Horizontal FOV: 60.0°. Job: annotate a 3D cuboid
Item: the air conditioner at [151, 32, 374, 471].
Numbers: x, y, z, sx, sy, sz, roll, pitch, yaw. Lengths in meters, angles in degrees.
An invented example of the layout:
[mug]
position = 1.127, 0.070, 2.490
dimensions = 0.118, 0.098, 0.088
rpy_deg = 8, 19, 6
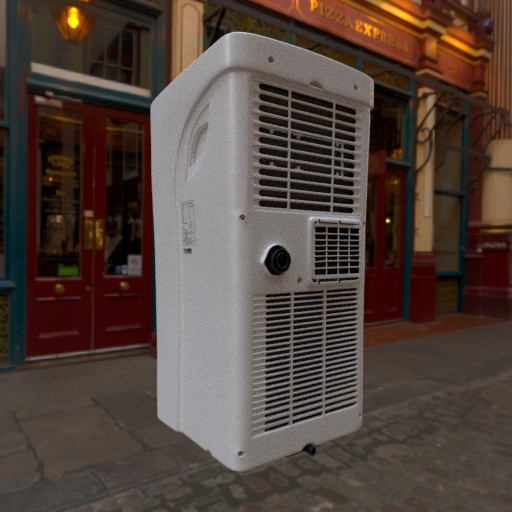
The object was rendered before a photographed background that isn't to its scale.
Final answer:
[air conditioner]
position = 0.000, 0.000, 0.917
dimensions = 0.352, 0.716, 0.369
rpy_deg = 0, 1, -36
